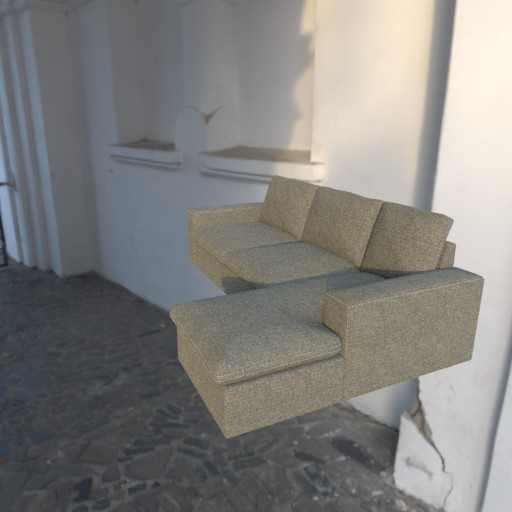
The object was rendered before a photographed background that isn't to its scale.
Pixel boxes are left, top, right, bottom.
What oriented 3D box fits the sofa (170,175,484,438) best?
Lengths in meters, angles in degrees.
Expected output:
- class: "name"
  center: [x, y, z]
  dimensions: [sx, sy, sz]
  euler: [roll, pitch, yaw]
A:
- class: "sofa"
  center: [0.000, 0.000, 3.459]
  dimensions: [1.689, 0.940, 2.718]
  euler: [-8, 19, -24]
